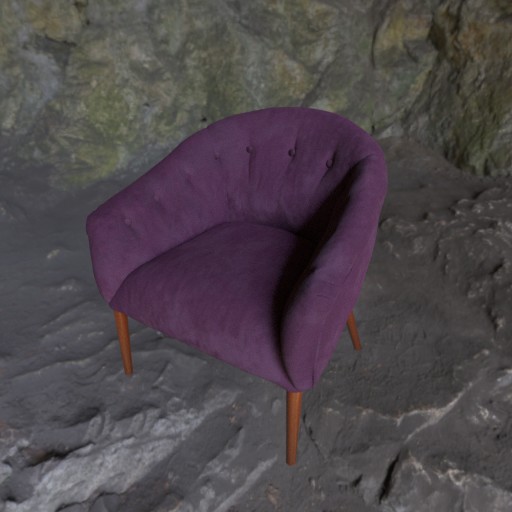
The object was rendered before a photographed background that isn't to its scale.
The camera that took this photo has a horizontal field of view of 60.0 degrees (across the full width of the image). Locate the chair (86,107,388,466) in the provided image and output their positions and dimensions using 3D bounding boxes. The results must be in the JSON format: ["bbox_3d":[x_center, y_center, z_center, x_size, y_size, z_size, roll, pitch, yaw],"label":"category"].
[{"bbox_3d":[0.000,0.000,1.528,0.851,0.885,0.776,17,33,29],"label":"chair"}]
